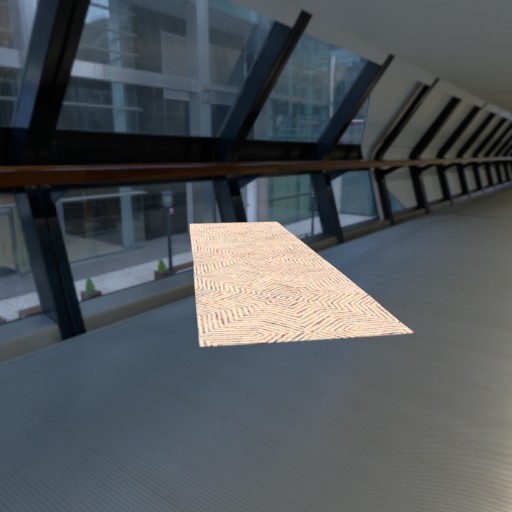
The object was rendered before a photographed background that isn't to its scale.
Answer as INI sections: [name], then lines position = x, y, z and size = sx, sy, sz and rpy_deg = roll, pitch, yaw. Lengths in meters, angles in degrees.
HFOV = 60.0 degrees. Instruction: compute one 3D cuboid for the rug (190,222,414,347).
[rug]
position = 0.000, 0.000, 2.690
size = 0.771, 0.009, 2.443
rpy_deg = -2, 14, -9
